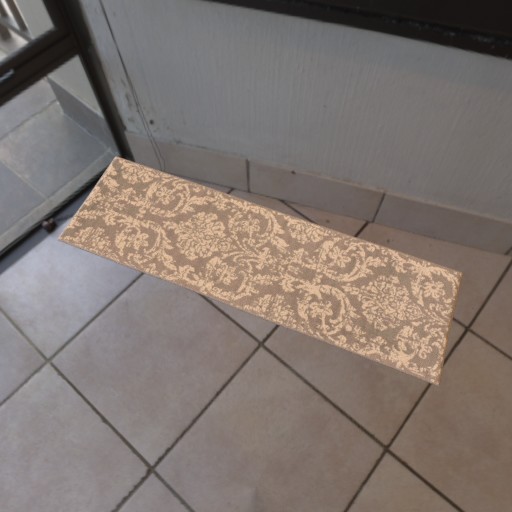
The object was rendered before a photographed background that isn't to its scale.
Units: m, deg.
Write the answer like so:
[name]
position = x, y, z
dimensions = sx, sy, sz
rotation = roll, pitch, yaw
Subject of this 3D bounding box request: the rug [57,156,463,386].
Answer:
[rug]
position = 0.000, 0.000, 2.493
dimensions = 2.196, 0.011, 0.662
rotation = 20, 64, 10
